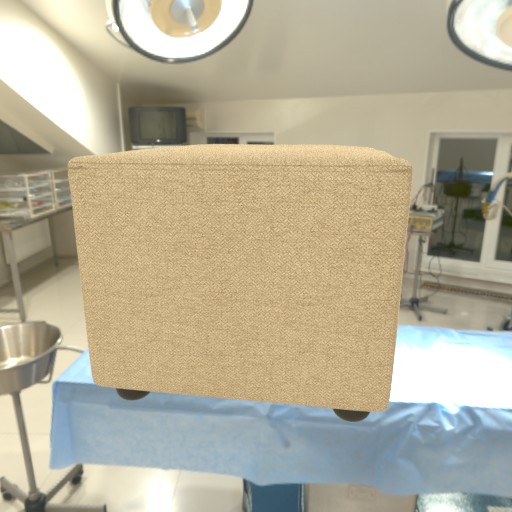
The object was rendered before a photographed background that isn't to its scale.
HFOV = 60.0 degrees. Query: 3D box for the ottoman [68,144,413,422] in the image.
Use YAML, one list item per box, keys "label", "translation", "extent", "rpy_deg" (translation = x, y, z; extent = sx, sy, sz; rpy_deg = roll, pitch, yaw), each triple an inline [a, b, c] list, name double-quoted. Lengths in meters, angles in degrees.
- label: "ottoman"
  translation: [0.000, 0.000, 0.896]
  extent: [0.508, 0.432, 0.508]
  rpy_deg: [2, 16, 9]
